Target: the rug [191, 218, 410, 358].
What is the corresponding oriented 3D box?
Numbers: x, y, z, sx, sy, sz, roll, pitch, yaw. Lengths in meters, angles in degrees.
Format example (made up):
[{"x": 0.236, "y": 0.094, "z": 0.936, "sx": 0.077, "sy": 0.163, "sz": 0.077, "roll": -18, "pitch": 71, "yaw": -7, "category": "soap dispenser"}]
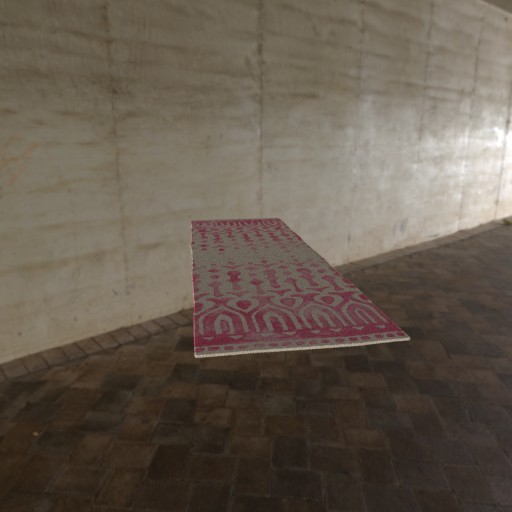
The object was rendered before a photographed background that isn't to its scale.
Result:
[{"x": 0.000, "y": 0.000, "z": 2.701, "sx": 0.787, "sy": 0.011, "sz": 2.458, "roll": -2, "pitch": 15, "yaw": -8, "category": "rug"}]
